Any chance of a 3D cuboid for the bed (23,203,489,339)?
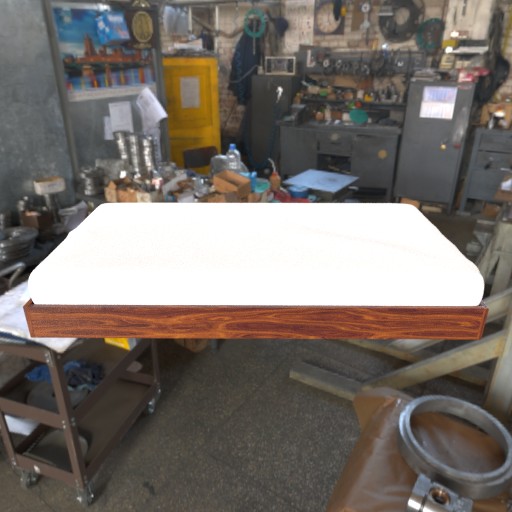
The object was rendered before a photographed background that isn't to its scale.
[{"bbox_3d":[0.000,0.000,2.190,1.860,0.312,0.940,0,25,0],"label":"bed"}]
